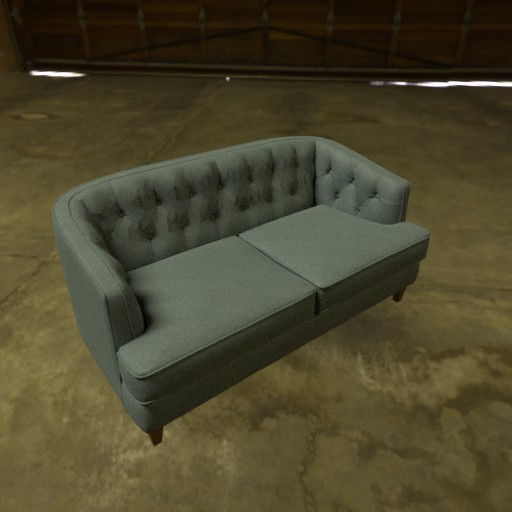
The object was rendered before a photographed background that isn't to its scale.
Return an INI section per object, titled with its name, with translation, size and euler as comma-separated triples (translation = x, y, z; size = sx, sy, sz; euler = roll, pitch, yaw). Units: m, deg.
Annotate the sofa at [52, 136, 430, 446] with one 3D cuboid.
[sofa]
translation = 0.000, 0.000, 2.246
size = 1.733, 0.855, 0.941
euler = -22, 37, -32
